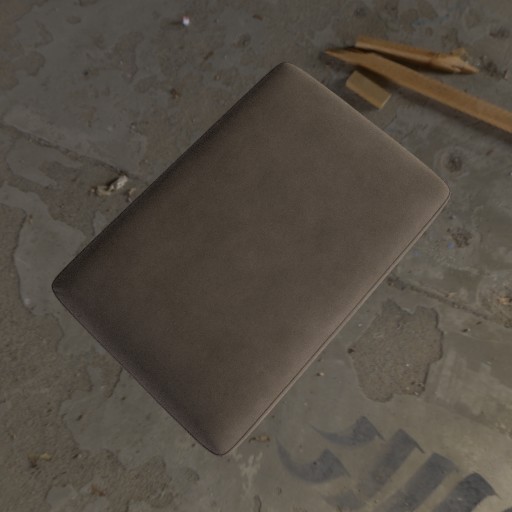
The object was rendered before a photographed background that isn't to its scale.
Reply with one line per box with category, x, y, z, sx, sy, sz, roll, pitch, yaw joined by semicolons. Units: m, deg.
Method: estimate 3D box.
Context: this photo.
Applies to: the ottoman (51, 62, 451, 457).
ottoman;0.000;0.000;1.227;0.584;0.483;0.864;42;80;9
